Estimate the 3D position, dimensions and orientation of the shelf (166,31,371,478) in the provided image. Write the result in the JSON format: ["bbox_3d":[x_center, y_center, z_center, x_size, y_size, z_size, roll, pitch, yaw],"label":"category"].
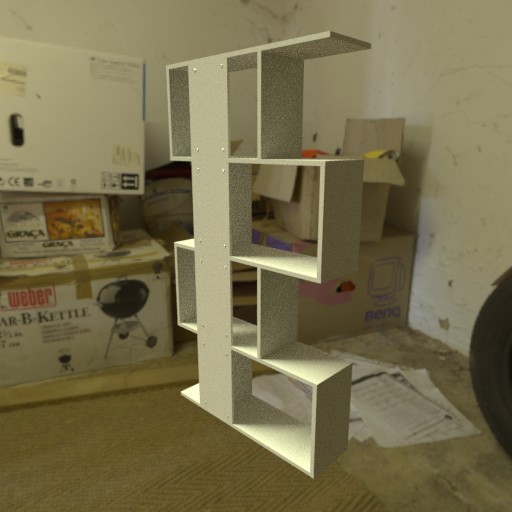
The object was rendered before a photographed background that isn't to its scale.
[{"bbox_3d":[0.000,0.000,1.973,0.890,1.650,0.250,13,19,43],"label":"shelf"}]
